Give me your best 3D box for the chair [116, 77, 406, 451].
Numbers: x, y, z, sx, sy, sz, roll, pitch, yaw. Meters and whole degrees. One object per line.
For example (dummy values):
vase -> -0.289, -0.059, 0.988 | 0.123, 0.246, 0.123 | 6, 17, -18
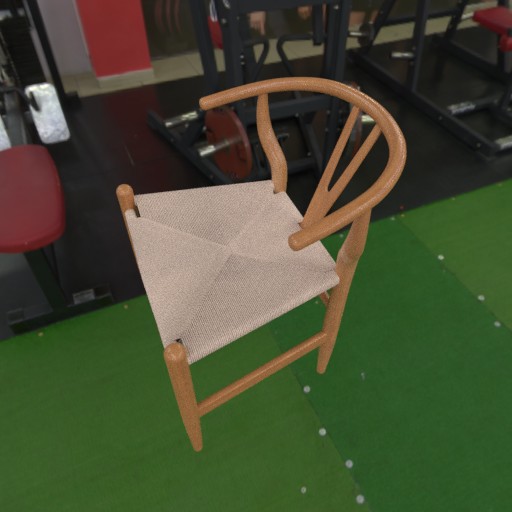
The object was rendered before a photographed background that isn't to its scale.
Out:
chair -> 0.000, 0.000, 1.137 | 0.579, 0.730, 0.569 | -16, 48, -15
